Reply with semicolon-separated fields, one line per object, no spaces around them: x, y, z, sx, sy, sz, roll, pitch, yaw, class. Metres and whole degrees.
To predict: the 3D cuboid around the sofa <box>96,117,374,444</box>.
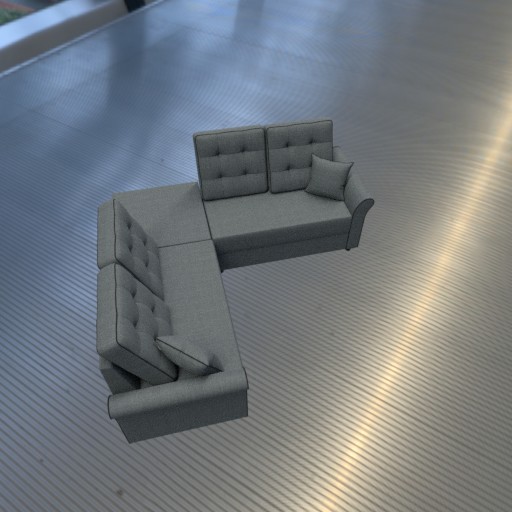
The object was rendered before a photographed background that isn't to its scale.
0.000;0.000;3.240;2.070;0.988;2.068;-10;48;-9;sofa
